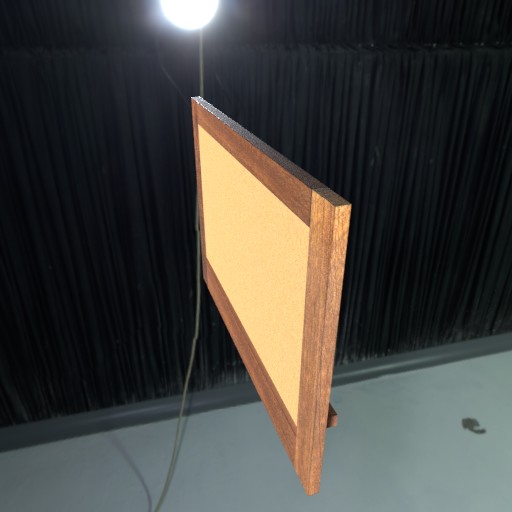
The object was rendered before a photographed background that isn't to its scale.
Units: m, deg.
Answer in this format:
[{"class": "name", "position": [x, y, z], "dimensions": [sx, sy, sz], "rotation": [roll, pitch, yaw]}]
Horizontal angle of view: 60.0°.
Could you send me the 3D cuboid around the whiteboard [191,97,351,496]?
[{"class": "whiteboard", "position": [0.000, 0.000, 0.990], "dimensions": [0.083, 0.559, 0.783], "rotation": [-10, 31, -17]}]
